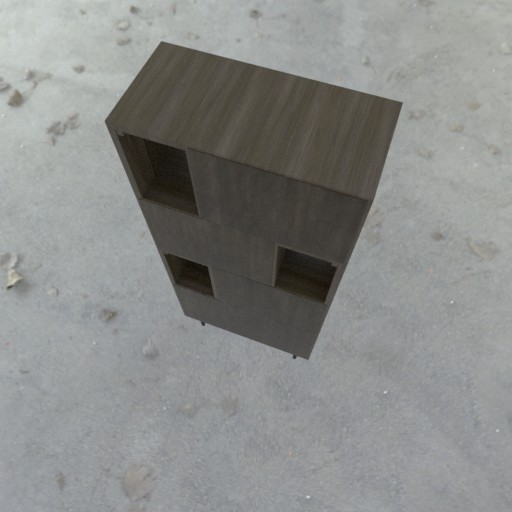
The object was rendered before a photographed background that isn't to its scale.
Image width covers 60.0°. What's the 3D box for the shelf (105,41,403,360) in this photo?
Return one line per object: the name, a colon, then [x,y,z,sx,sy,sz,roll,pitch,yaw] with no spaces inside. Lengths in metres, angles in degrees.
shelf: [0.000,0.000,1.780,0.670,1.545,0.323,18,64,9]
